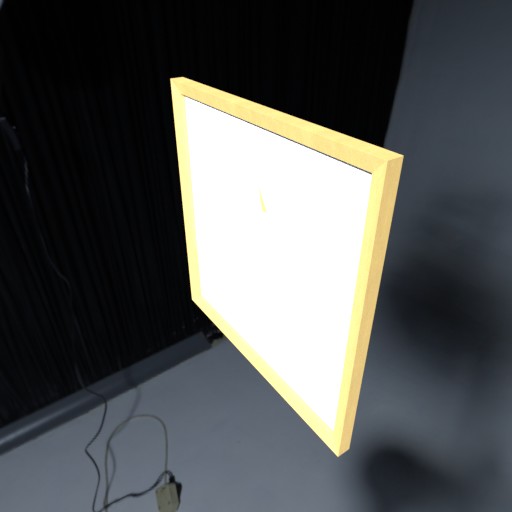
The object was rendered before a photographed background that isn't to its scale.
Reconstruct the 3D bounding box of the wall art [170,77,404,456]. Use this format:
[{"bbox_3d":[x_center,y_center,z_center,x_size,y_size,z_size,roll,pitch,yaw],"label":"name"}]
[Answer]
[{"bbox_3d":[0.000,0.000,2.946,0.097,1.936,1.935,-21,38,-29],"label":"wall art"}]
